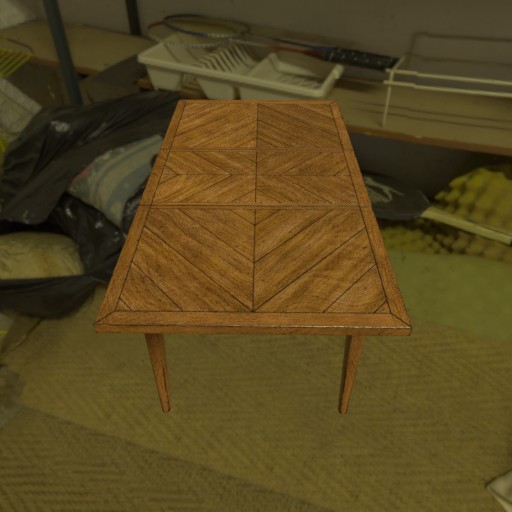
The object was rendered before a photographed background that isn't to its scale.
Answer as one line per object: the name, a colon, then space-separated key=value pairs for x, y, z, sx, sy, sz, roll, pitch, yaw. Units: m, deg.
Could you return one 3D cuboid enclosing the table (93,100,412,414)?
table: x=0.000 y=0.000 z=1.829 sx=0.757 sy=0.760 sz=1.400 roll=0 pitch=41 yaw=1
